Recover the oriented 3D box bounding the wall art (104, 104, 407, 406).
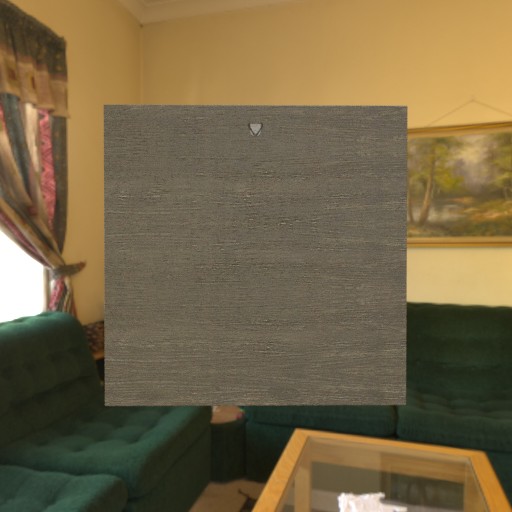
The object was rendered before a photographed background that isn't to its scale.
[{"bbox_3d":[0.000,0.000,0.684,0.462,0.459,0.027,0,1,-1],"label":"wall art"}]
